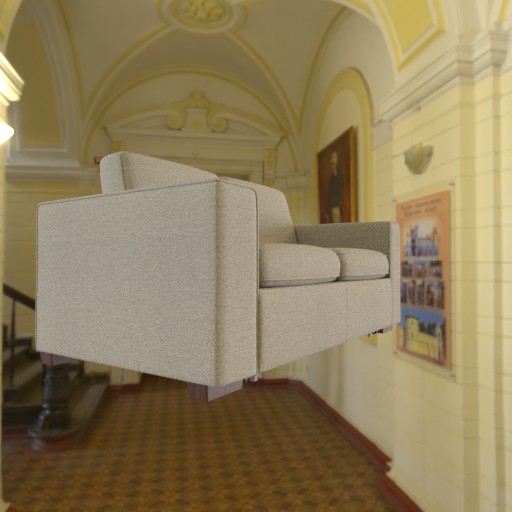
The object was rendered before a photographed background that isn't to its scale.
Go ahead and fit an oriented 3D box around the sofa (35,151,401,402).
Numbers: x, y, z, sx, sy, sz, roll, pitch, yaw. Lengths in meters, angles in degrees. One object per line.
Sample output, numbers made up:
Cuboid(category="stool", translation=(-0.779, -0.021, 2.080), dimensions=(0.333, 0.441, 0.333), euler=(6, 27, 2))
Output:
Cuboid(category="sofa", translation=(0.000, 0.000, 2.326), dimensions=(1.007, 0.924, 1.812), euler=(-1, -1, 35))
